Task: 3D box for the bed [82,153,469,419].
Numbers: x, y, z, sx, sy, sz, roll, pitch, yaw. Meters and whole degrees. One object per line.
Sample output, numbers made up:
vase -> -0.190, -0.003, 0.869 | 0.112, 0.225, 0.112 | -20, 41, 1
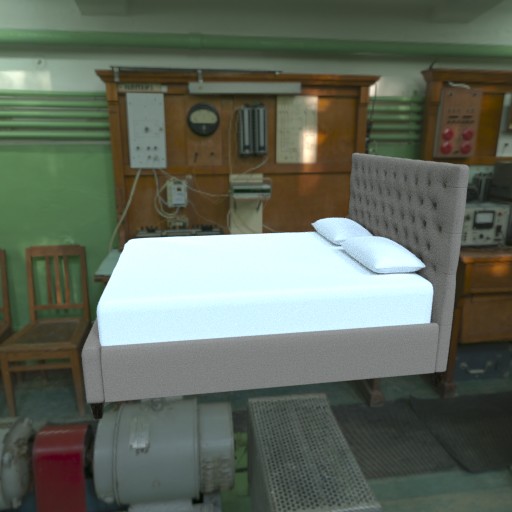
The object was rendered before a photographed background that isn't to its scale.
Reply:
bed -> 0.000, 0.000, 3.323 | 2.233, 1.426, 1.696 | -3, 16, -9
